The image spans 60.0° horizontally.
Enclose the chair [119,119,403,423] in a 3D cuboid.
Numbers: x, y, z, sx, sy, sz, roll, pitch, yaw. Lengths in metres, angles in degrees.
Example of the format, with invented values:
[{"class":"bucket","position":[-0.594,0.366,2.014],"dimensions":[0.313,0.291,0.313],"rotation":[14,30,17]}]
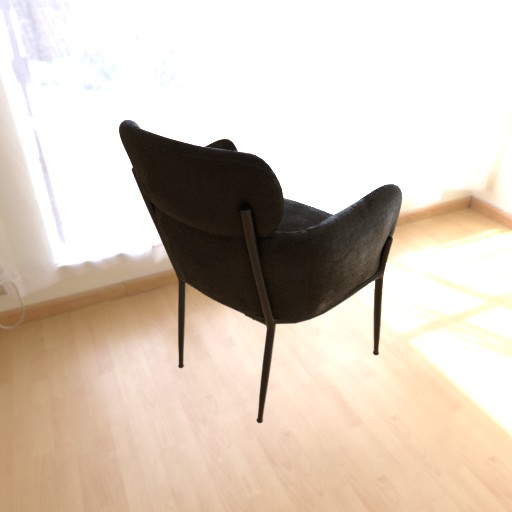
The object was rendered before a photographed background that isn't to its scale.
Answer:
[{"class":"chair","position":[0.000,0.000,1.268],"dimensions":[0.640,0.818,0.604],"rotation":[24,39,33]}]
